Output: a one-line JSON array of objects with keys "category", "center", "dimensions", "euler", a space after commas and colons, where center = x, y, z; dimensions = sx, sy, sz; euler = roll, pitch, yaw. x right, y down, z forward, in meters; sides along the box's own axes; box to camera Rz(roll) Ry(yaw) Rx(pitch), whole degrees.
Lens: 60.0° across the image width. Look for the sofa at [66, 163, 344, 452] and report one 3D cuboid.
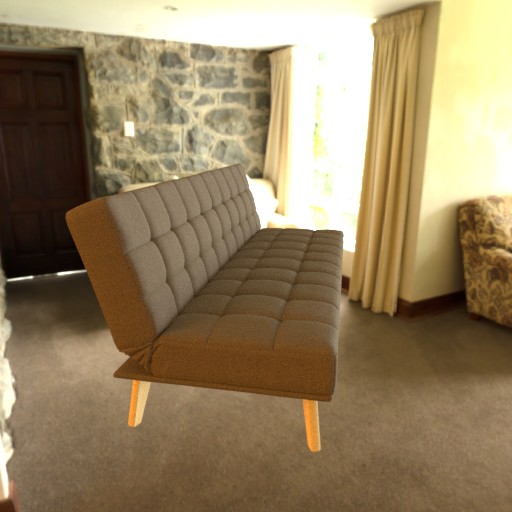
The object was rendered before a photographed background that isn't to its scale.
[{"category": "sofa", "center": [0.000, 0.000, 2.226], "dimensions": [0.860, 0.810, 1.800], "euler": [3, 15, 11]}]
